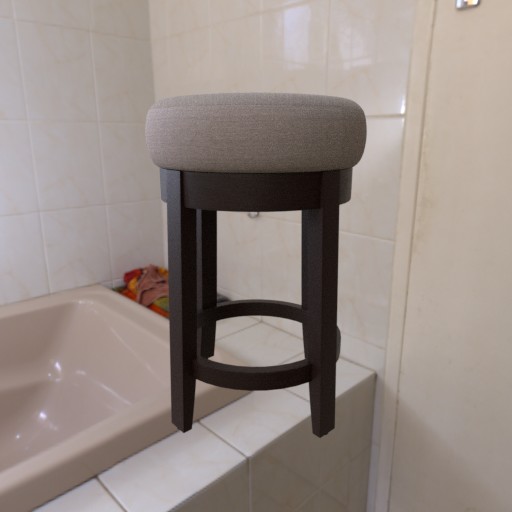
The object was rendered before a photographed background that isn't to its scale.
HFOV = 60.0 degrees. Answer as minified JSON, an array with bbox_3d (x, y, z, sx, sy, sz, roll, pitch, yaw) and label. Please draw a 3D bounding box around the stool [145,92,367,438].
[{"bbox_3d":[0.000,0.000,0.981,0.443,0.672,0.443,0,15,0],"label":"stool"}]
